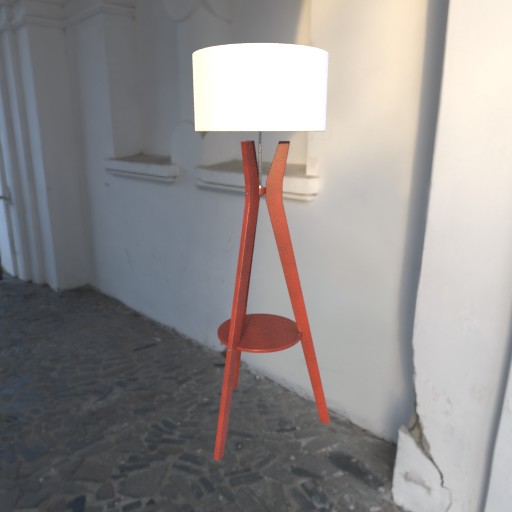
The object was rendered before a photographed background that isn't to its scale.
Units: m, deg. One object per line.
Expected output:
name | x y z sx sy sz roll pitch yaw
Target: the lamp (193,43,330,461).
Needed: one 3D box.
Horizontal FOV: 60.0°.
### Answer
lamp | 0.000 0.000 1.782 0.539 1.472 0.542 -8 17 -25
